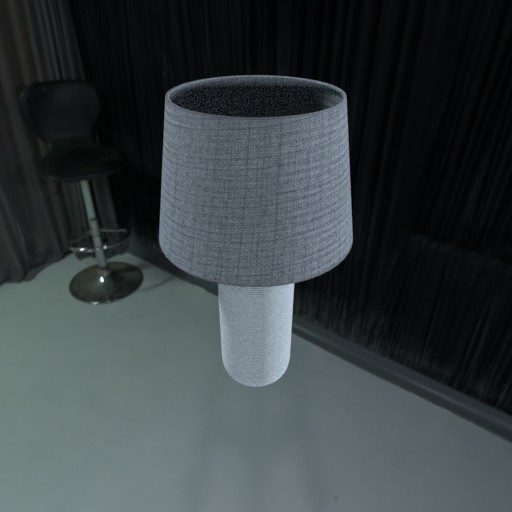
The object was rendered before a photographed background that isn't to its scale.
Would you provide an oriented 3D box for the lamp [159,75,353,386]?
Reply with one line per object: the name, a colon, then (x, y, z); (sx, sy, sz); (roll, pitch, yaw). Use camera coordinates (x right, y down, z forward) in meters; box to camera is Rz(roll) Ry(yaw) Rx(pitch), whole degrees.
lamp: (0.000, 0.000, 0.607); (0.251, 0.429, 0.251); (0, 33, 0)
